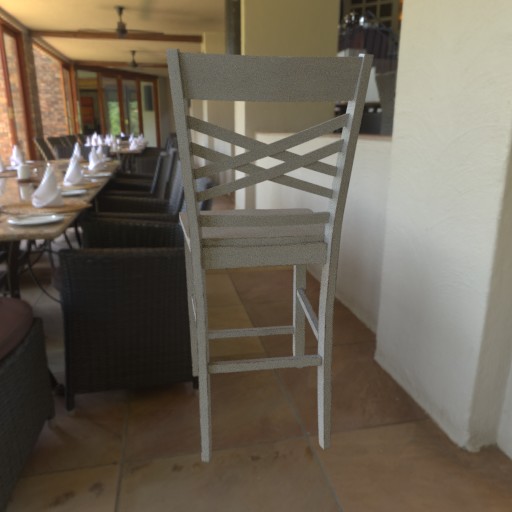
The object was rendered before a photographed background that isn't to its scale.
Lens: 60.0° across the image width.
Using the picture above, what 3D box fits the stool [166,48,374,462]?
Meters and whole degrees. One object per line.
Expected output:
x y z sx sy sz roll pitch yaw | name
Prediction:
0.000 0.000 1.358 0.462 1.079 0.539 -2 16 -8 | stool
